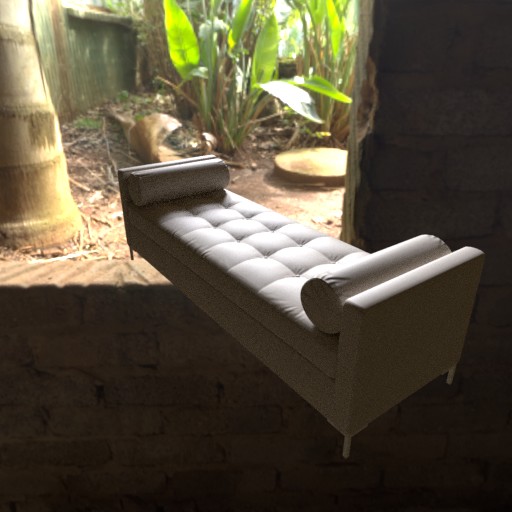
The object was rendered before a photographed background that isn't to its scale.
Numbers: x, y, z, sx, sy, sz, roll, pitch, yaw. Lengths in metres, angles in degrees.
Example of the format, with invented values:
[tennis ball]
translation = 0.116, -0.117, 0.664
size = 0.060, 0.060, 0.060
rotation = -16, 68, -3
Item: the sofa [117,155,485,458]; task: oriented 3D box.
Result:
[sofa]
translation = 0.000, 0.000, 2.310
size = 0.686, 0.635, 1.981
rotation = -18, 31, -32
